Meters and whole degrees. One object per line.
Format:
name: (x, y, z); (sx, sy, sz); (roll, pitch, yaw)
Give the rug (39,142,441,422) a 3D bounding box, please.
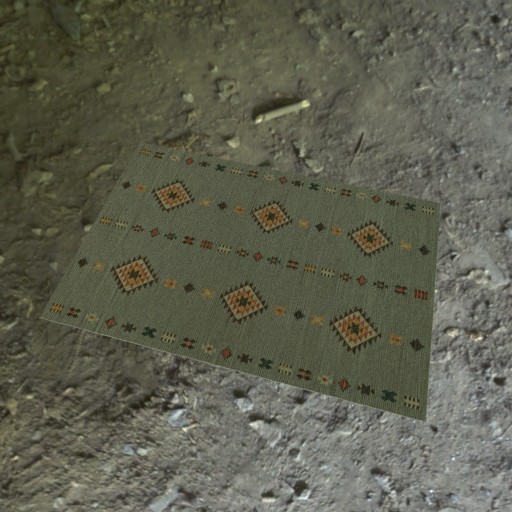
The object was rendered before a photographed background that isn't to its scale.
rug: (0.000, 0.000, 2.304); (1.818, 0.005, 1.217); (13, 59, 8)
